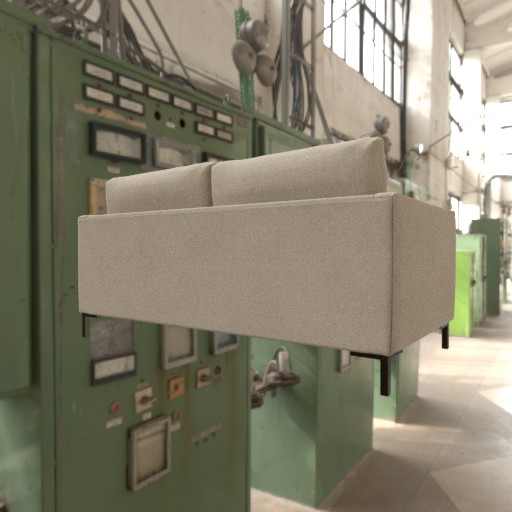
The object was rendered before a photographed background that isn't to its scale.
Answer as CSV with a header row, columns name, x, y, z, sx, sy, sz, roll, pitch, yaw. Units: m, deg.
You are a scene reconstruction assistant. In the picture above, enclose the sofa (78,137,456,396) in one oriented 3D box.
name,x,y,z,sx,sy,sz,roll,pitch,yaw
sofa,0.000,0.000,2.162,1.682,0.840,0.875,1,1,36
